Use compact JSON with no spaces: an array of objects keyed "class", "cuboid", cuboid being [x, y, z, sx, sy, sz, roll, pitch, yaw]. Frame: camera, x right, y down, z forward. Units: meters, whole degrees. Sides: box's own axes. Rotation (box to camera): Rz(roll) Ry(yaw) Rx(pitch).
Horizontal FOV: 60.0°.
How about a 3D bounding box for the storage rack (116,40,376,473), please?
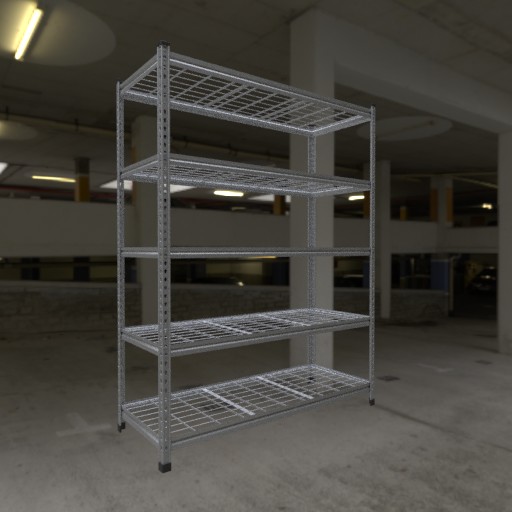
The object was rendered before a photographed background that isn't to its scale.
[{"class":"storage rack","cuboid":[0.000,0.000,2.721,1.524,1.981,0.610,-1,1,-36]}]
